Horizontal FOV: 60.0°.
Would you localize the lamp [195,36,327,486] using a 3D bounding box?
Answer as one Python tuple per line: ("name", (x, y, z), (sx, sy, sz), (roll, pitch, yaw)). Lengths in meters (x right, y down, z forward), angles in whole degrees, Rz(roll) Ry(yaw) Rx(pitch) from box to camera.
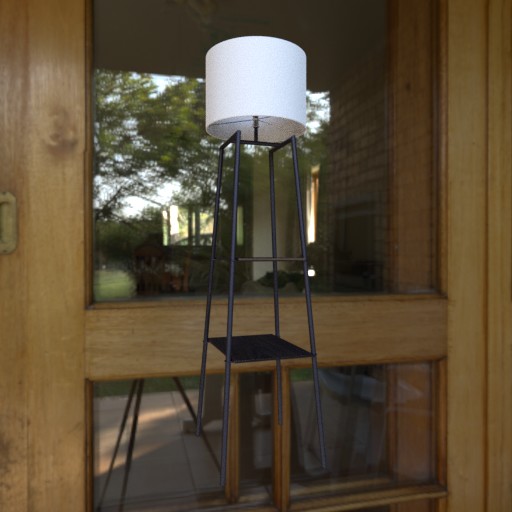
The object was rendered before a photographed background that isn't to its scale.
("lamp", (0.000, 0.000, 1.674), (0.384, 1.474, 0.427), (0, 0, -19))
